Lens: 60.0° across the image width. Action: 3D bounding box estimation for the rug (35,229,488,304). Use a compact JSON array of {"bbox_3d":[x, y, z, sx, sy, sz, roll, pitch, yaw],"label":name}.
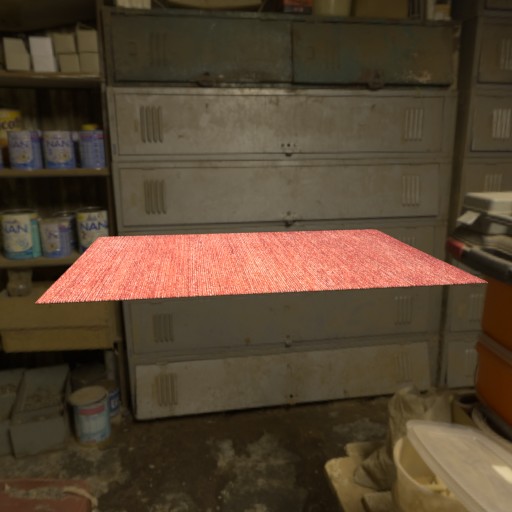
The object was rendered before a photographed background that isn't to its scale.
[{"bbox_3d":[0.000,0.000,2.232,1.747,0.011,1.139,-2,15,-8],"label":"rug"}]
